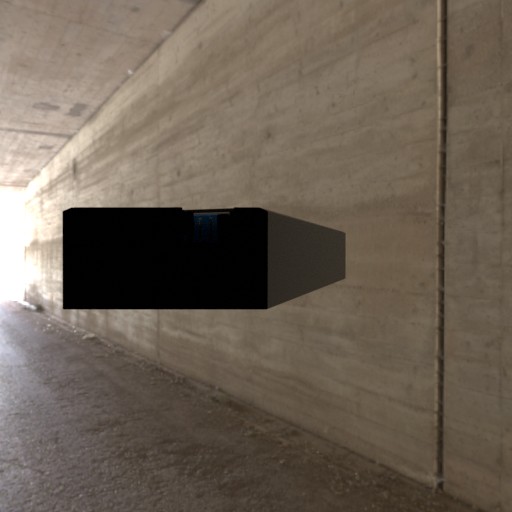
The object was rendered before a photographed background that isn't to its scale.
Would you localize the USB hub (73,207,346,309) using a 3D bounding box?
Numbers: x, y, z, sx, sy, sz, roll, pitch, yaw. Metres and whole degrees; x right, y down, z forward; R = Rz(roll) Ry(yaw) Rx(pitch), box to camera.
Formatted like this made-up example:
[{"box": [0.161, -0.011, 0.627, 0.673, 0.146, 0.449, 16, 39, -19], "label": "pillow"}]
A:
[{"box": [0.000, 0.000, 0.159, 0.044, 0.023, 0.145, 0, 1, 20], "label": "USB hub"}]
